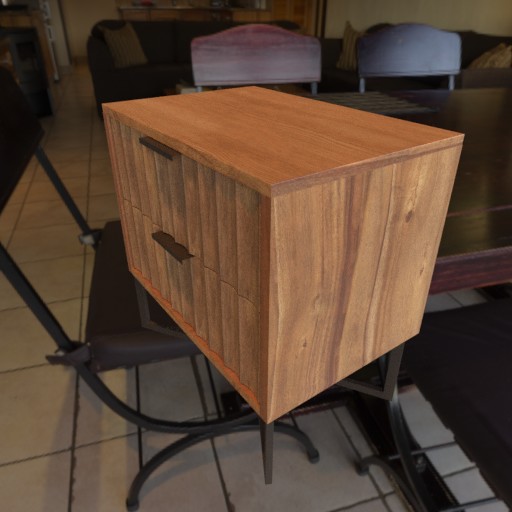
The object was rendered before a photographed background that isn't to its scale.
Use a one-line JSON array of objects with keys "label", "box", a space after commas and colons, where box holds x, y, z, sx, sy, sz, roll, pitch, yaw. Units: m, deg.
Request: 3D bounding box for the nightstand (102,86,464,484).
[{"label": "nightstand", "box": [0.000, 0.000, 1.007, 0.427, 0.615, 0.613, -20, 35, -30]}]
